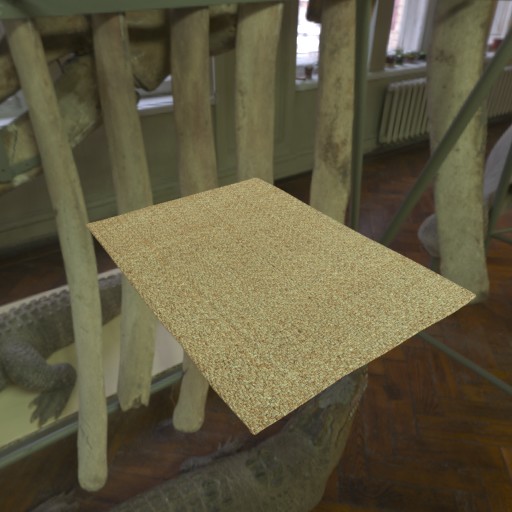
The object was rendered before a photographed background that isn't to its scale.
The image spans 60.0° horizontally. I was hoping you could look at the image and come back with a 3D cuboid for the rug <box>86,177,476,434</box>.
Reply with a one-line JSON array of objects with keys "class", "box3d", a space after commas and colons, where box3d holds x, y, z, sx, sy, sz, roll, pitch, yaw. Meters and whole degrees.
[{"class": "rug", "box3d": [0.000, 0.000, 2.829, 1.566, 0.013, 2.141, -21, 37, -30]}]
